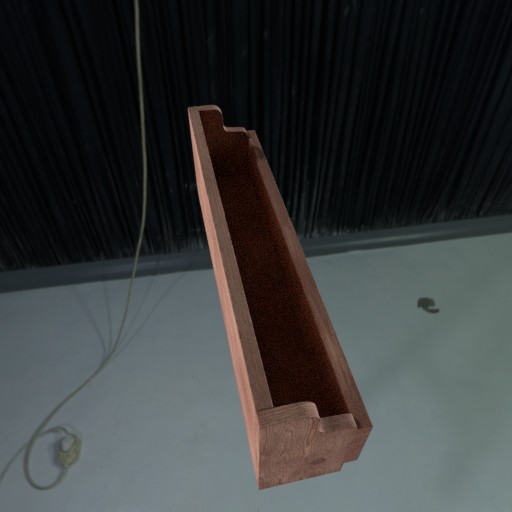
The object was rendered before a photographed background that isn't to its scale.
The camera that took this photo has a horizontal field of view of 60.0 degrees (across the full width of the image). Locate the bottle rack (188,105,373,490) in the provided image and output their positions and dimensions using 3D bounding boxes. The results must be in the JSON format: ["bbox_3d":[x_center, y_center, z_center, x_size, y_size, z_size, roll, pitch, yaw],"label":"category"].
[{"bbox_3d":[0.000,0.000,0.696,0.126,0.196,0.608,-9,48,-8],"label":"bottle rack"}]
